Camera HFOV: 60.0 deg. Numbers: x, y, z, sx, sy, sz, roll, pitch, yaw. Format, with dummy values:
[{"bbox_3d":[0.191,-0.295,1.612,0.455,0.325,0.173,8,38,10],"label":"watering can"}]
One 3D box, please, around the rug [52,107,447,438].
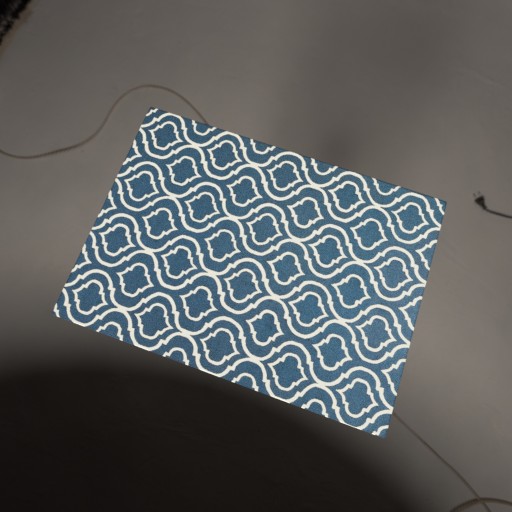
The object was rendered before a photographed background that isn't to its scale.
[{"bbox_3d":[0.000,0.000,4.457,3.353,0.010,2.438,19,76,5],"label":"rug"}]
